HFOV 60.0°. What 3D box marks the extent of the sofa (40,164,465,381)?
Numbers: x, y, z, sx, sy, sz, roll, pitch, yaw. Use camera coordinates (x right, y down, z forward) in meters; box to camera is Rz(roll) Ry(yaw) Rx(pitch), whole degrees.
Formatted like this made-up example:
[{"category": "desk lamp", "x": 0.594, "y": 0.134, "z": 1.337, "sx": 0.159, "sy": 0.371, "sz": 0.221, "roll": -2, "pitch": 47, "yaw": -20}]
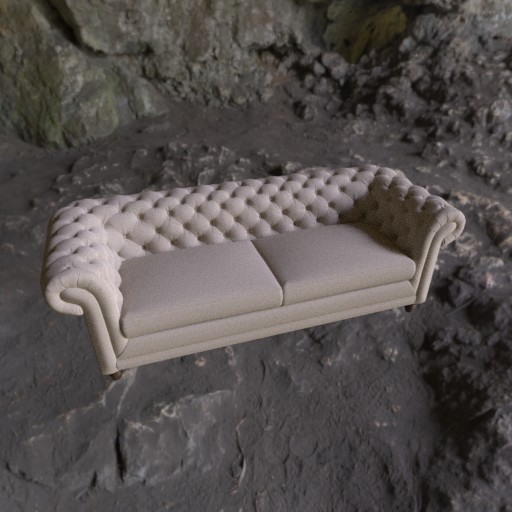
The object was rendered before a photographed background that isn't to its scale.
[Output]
[{"category": "sofa", "x": 0.000, "y": 0.000, "z": 3.166, "sx": 2.694, "sy": 0.847, "sz": 1.076, "roll": -10, "pitch": 33, "yaw": -16}]
